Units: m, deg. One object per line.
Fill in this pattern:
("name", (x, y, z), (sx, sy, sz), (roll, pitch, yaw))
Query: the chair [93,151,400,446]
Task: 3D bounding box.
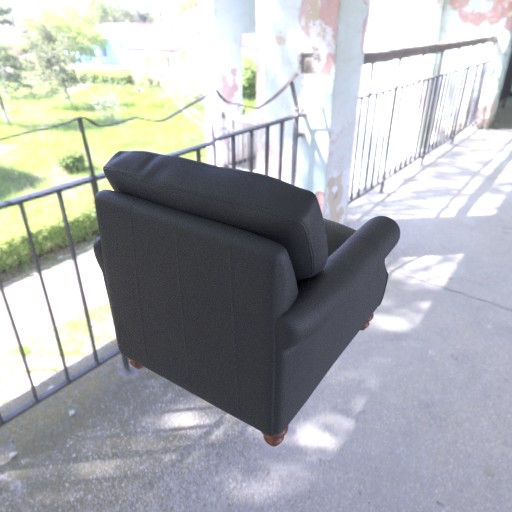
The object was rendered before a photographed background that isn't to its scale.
("chair", (0.000, 0.000, 1.854), (1.015, 0.960, 1.027), (22, 36, 33))
